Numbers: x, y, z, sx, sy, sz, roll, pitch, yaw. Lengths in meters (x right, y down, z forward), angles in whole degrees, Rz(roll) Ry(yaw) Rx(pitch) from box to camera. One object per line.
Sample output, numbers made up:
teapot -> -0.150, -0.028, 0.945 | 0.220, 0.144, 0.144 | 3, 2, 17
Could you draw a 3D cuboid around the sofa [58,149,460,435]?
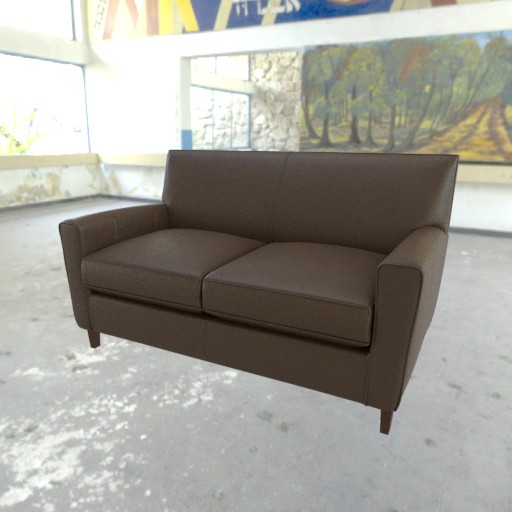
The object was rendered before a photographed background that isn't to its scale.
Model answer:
sofa -> 0.000, 0.000, 1.914 | 1.468, 0.859, 0.853 | 8, 17, 26
